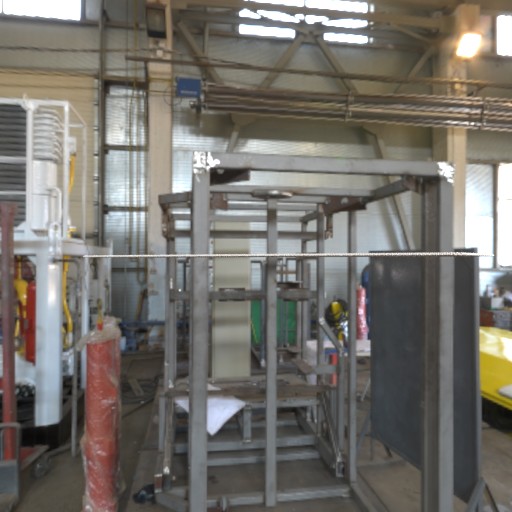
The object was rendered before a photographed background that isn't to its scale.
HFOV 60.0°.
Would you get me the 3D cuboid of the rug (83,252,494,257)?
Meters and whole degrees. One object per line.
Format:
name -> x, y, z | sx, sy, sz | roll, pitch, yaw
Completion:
rug -> 0.000, 0.000, 1.986 | 1.824, 0.009, 0.562 | 0, -1, 36
